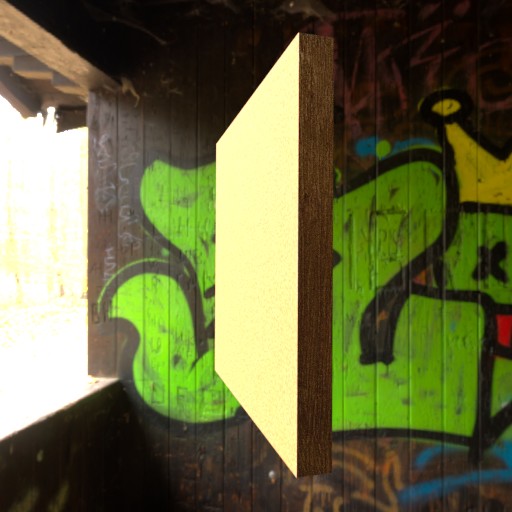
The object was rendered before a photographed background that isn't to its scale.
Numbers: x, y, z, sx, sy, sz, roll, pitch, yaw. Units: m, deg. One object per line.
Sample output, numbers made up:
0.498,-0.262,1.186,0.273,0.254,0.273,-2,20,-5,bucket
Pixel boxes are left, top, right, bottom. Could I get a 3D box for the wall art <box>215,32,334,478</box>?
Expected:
0.000,0.000,0.600,0.039,0.403,0.406,0,-1,-16,wall art
